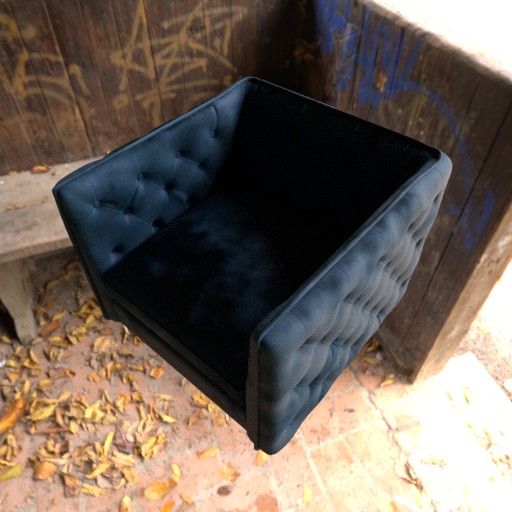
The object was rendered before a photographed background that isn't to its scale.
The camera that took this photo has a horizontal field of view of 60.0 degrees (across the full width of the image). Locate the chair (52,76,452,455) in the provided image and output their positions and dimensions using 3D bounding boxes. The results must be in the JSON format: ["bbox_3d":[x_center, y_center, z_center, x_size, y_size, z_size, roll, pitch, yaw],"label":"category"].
[{"bbox_3d":[0.000,0.000,1.538,0.868,0.771,0.877,32,55,26],"label":"chair"}]
